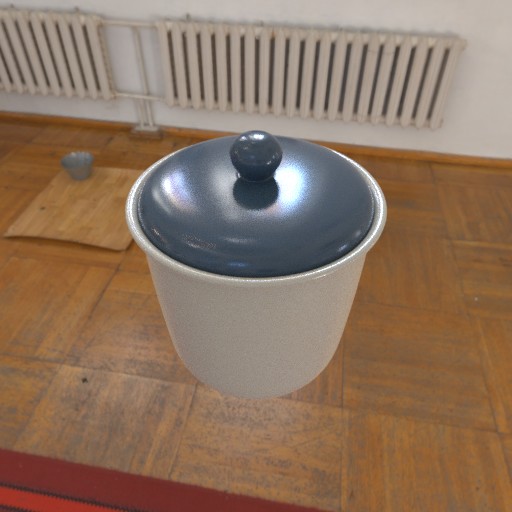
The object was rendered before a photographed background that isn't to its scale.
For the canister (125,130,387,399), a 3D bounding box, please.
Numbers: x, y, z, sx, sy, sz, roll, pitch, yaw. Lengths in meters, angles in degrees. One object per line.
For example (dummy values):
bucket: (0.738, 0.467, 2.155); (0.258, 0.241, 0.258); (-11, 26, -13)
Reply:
canister: (0.000, 0.000, 0.353); (0.182, 0.208, 0.182); (0, 41, 0)
